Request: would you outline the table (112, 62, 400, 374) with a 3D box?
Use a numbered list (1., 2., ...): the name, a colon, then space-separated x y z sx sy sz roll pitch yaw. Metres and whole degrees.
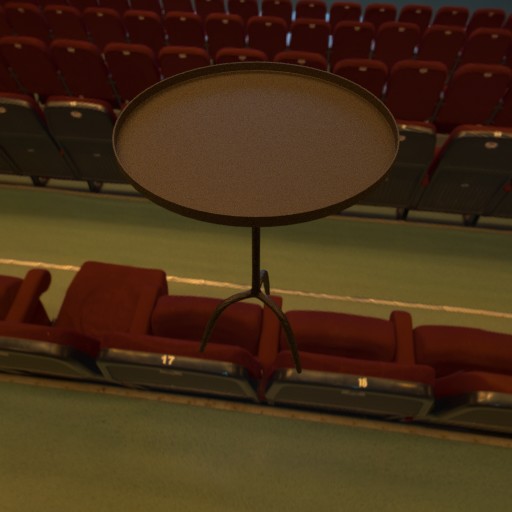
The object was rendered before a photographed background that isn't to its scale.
1. table: 0.000 0.000 1.048 0.502 0.700 0.502 5 47 5
